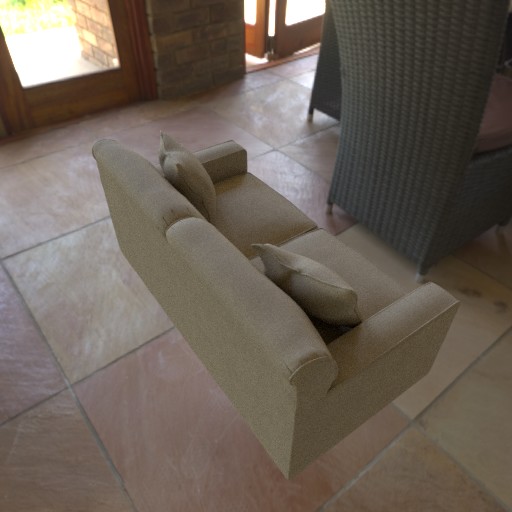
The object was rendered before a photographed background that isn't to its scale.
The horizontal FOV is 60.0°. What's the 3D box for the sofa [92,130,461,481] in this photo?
[{"bbox_3d":[0.000,0.000,2.406,0.998,0.958,1.846,-25,48,-25],"label":"sofa"}]
